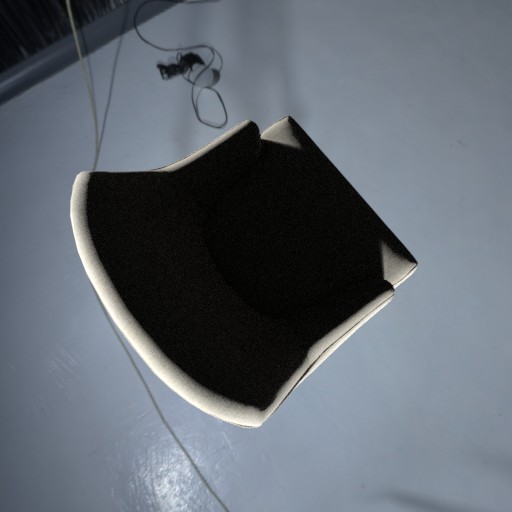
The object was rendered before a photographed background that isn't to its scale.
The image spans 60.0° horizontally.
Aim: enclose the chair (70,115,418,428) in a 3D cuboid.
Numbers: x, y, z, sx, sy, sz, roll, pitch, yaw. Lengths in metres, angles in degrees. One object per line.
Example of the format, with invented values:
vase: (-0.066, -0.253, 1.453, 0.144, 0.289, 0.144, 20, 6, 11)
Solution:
chair: (0.000, 0.000, 1.593, 0.923, 0.856, 0.864, -36, 79, -8)
